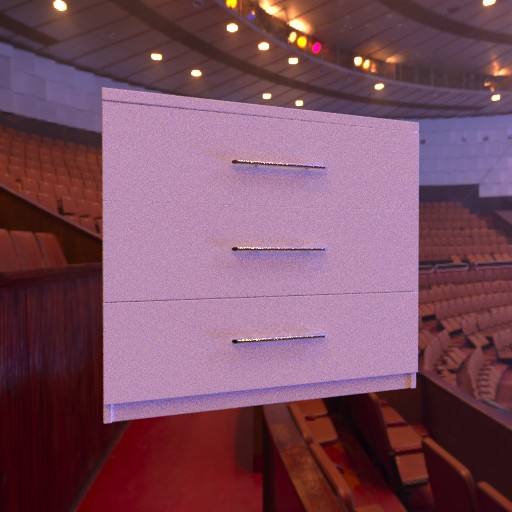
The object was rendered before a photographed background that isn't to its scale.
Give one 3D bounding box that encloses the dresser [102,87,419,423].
[{"bbox_3d":[0.000,0.000,1.279,0.830,0.740,0.420,0,1,-18],"label":"dresser"}]
